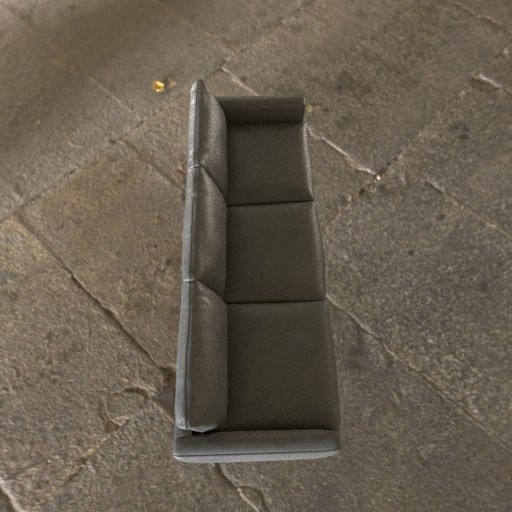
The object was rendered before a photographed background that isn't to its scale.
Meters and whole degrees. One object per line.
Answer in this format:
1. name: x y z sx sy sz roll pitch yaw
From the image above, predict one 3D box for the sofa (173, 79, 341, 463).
1. sofa: 0.000 0.000 2.413 0.748 0.805 2.029 -2 64 -1
